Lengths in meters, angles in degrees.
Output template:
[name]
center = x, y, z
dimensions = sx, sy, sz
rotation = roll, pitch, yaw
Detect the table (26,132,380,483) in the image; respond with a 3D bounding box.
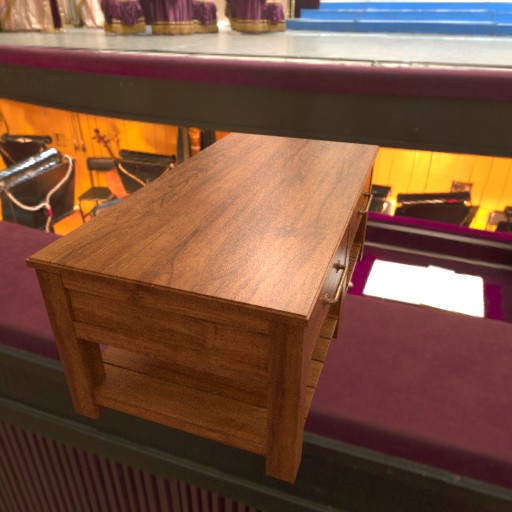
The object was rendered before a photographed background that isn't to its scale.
[table]
center = 0.000, 0.000, 1.440
dimensions = 0.635, 0.480, 1.150
rotation = 10, 31, 17
